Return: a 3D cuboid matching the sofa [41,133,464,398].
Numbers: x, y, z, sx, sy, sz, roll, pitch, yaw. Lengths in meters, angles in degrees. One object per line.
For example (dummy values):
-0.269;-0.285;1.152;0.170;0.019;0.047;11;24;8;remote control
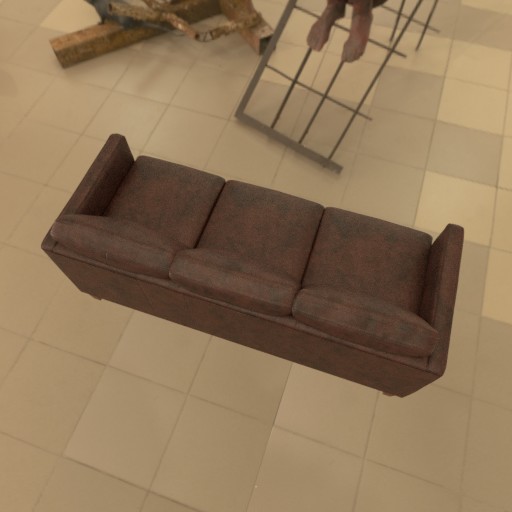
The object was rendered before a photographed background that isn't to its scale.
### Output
0.000;0.000;3.013;2.464;1.006;1.045;17;64;8;sofa
